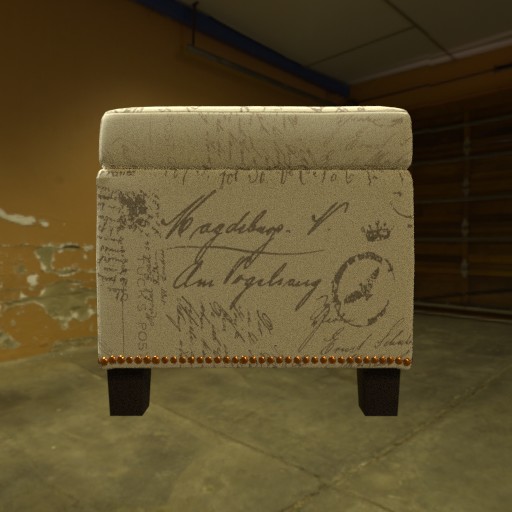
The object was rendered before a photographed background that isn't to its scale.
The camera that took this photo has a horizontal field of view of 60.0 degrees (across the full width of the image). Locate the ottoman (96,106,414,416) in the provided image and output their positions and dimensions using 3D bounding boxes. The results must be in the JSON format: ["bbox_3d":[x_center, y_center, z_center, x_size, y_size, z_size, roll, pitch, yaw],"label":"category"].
[{"bbox_3d":[0.000,0.000,0.831,0.450,0.457,0.449,0,1,0],"label":"ottoman"}]
